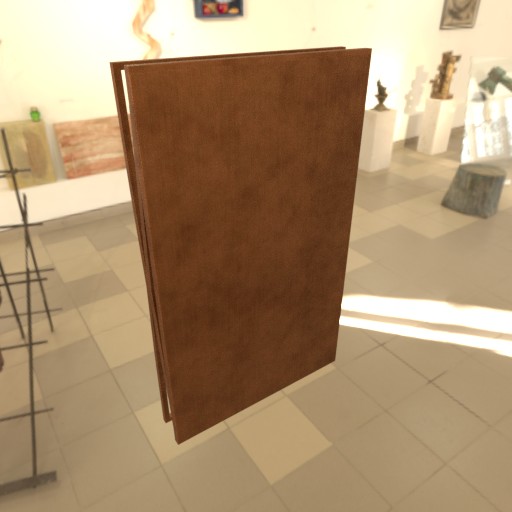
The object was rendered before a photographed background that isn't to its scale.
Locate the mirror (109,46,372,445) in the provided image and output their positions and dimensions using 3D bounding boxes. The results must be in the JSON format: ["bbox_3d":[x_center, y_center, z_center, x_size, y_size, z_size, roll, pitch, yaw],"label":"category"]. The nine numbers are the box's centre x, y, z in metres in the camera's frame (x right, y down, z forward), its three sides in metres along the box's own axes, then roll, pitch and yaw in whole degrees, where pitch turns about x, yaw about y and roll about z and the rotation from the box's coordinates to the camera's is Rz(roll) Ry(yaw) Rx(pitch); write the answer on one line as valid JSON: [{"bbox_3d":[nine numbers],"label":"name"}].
[{"bbox_3d":[0.000,0.000,0.922,0.468,0.768,0.082,-19,35,-29],"label":"mirror"}]
